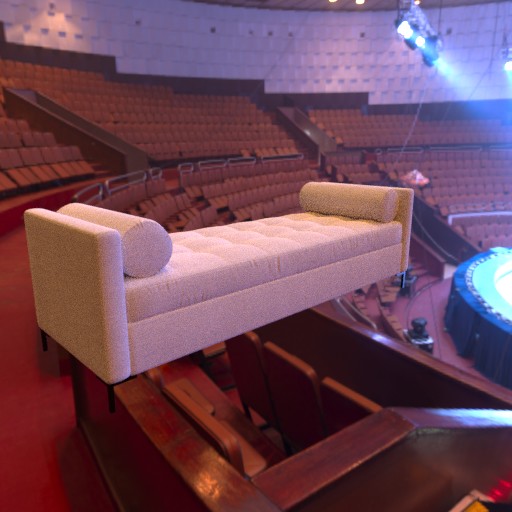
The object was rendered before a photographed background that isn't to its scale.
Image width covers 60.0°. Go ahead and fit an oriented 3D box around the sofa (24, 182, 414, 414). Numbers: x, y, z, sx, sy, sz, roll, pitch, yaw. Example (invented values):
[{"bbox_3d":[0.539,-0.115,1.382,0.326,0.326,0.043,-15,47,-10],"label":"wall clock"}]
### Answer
[{"bbox_3d":[0.000,0.000,2.299,1.981,0.635,0.686,-13,19,-42],"label":"sofa"}]
